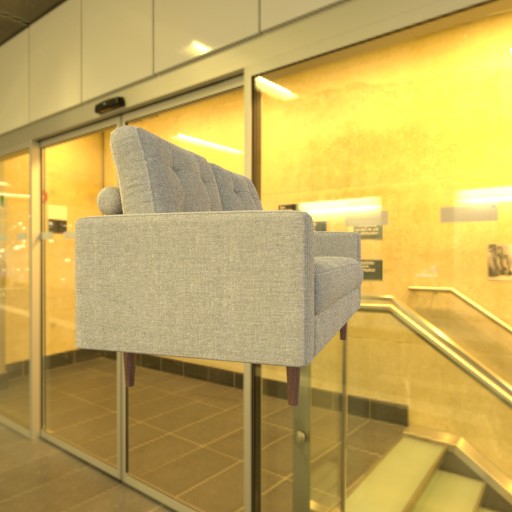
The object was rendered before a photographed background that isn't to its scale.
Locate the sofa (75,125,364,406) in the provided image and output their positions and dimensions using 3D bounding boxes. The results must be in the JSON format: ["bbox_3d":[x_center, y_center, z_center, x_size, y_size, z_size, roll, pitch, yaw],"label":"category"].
[{"bbox_3d":[0.000,0.000,1.982,0.842,0.907,1.407,0,0,19],"label":"sofa"}]
